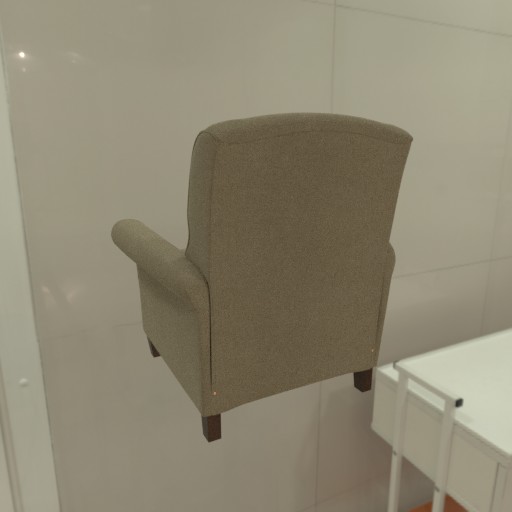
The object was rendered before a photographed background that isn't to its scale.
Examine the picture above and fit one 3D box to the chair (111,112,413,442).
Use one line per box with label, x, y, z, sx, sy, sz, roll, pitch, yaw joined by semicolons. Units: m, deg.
chair;0.000;0.000;1.802;0.978;1.061;0.905;-7;16;-27
